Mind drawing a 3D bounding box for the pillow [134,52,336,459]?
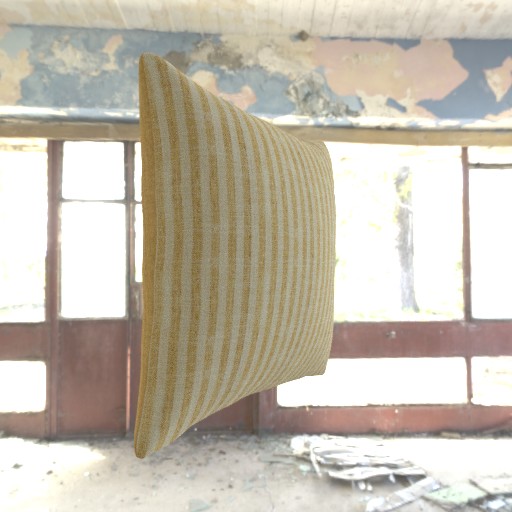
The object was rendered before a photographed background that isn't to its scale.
[{"bbox_3d":[0.000,0.000,0.608,0.173,0.407,0.419,-1,-1,34],"label":"pillow"}]
